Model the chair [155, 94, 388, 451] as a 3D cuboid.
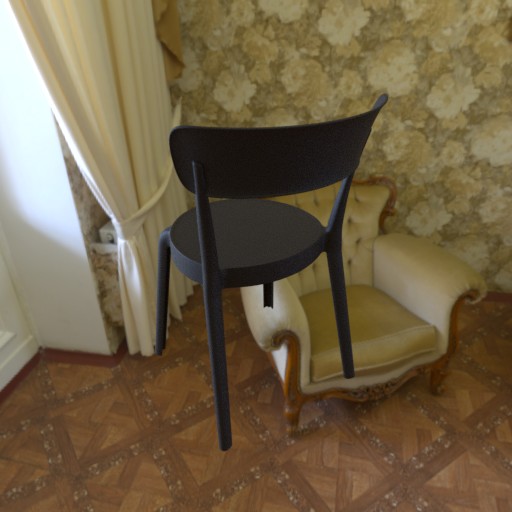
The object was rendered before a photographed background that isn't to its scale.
[{"bbox_3d":[0.000,0.000,1.136,0.506,0.790,0.491,-19,35,-29],"label":"chair"}]
